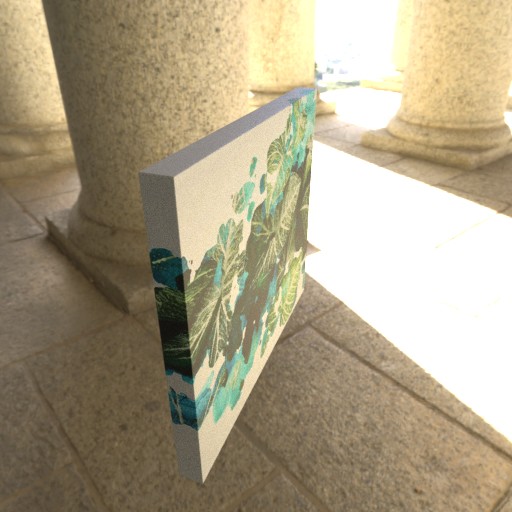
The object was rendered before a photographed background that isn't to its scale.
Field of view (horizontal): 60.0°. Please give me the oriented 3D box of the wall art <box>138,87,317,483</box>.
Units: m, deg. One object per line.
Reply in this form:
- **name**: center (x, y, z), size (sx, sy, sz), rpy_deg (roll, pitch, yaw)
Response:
- **wall art**: center (0.000, 0.000, 0.706), size (0.041, 0.435, 0.507), rpy_deg (11, 31, 18)
